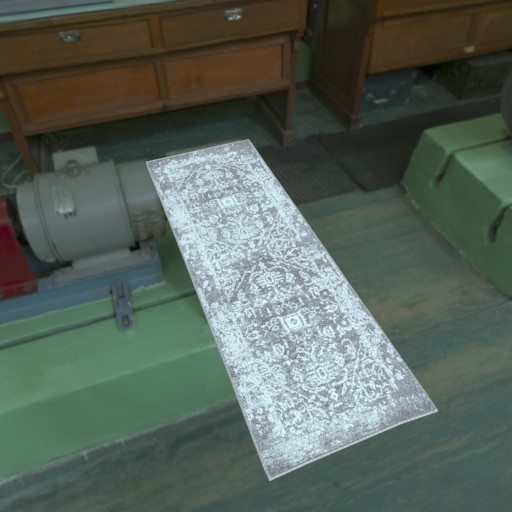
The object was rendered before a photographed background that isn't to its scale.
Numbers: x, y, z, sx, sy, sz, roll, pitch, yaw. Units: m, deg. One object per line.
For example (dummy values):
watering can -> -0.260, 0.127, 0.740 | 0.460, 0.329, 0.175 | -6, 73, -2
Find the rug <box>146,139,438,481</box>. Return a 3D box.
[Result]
rug -> 0.000, 0.000, 2.725 | 0.855, 0.017, 2.452 | -16, 49, -15
